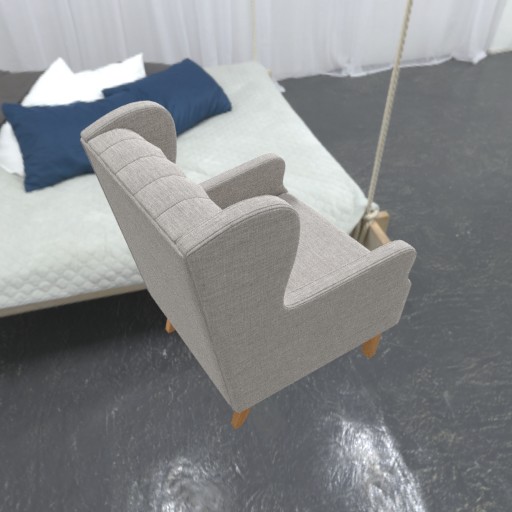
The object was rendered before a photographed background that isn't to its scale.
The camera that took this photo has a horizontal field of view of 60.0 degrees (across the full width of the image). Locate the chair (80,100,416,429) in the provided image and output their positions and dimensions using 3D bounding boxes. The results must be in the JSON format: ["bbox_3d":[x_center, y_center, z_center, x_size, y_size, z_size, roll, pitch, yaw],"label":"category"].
[{"bbox_3d":[0.000,0.000,1.468,0.760,0.930,0.710,-25,48,-25],"label":"chair"}]
